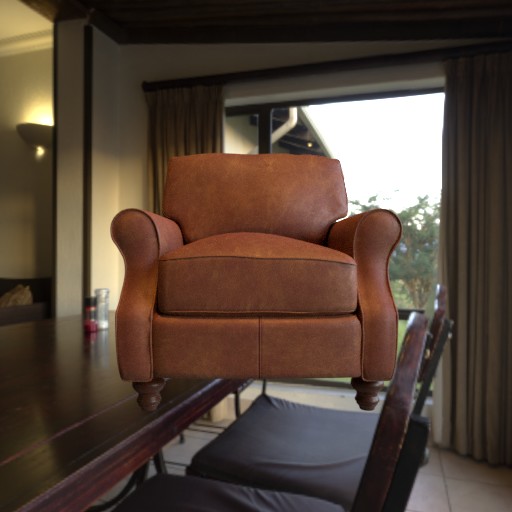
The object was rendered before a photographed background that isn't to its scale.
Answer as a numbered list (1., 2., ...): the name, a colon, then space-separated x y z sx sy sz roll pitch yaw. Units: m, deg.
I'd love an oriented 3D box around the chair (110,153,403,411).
1. chair: 0.000 0.000 1.792 0.983 0.962 0.986 0 0 0
